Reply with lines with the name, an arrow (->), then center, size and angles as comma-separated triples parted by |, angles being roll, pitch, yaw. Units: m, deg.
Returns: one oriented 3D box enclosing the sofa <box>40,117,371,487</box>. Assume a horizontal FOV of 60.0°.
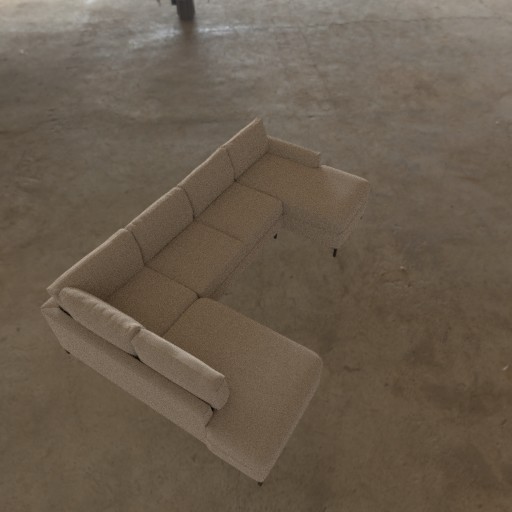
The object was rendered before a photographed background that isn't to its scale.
sofa -> 0.000, 0.000, 3.878 | 1.989, 0.862, 2.984 | 24, 52, 21
